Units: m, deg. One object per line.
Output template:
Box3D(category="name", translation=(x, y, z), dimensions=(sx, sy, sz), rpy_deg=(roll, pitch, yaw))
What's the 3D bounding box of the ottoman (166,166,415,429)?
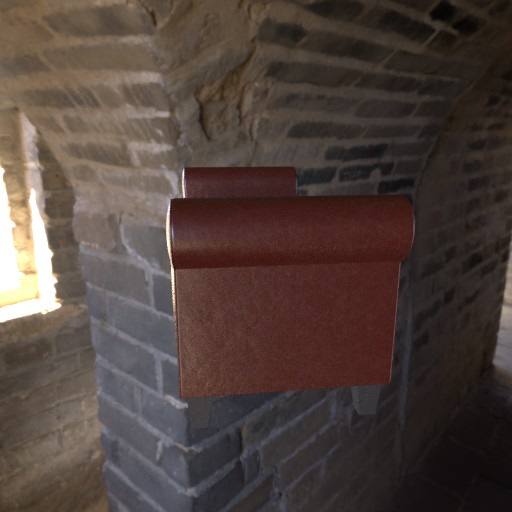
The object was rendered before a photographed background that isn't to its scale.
Box3D(category="ottoman", translation=(0.000, 0.000, 1.539), dimensions=(0.521, 0.547, 1.256), rpy_deg=(-2, 15, -7))
